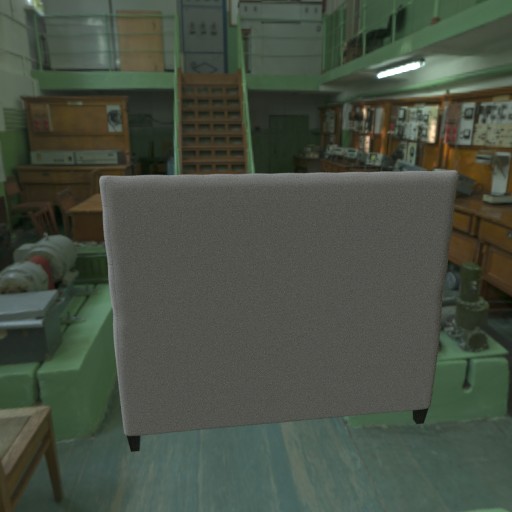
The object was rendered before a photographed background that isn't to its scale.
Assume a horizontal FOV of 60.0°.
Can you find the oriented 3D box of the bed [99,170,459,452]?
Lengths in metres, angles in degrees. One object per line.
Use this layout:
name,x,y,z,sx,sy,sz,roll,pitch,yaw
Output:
bed,0.000,0.000,3.255,1.696,1.426,2.233,-2,17,-8
